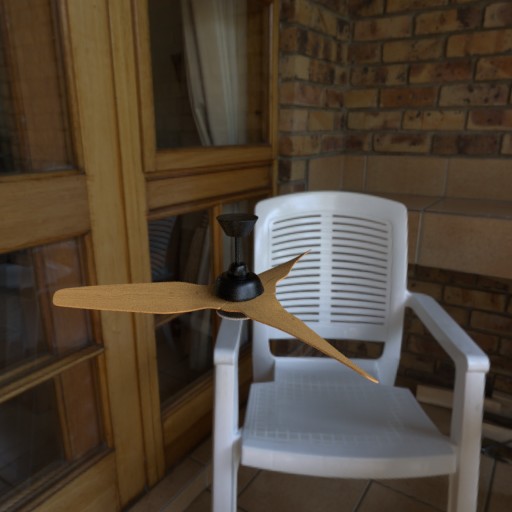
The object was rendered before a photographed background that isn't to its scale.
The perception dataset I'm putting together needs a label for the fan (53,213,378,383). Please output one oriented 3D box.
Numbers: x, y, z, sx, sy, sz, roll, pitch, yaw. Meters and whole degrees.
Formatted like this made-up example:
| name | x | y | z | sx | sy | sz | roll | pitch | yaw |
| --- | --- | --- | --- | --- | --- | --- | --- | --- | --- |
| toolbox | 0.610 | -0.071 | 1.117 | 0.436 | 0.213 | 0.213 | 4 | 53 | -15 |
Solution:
| name | x | y | z | sx | sy | sz | roll | pitch | yaw |
| --- | --- | --- | --- | --- | --- | --- | --- | --- | --- |
| fan | 0.000 | 0.000 | 1.685 | 1.142 | 0.355 | 1.010 | 8 | 18 | 26 |
